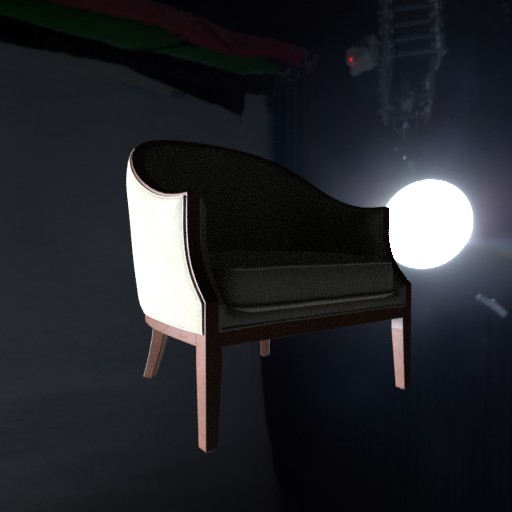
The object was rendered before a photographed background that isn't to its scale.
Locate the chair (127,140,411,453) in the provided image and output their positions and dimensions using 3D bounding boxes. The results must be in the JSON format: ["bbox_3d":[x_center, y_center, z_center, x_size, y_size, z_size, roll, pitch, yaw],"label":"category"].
[{"bbox_3d":[0.000,0.000,1.491,0.803,0.876,0.735,-1,2,-36],"label":"chair"}]
